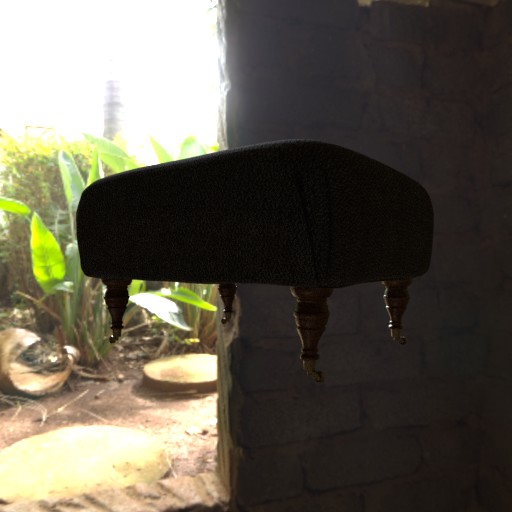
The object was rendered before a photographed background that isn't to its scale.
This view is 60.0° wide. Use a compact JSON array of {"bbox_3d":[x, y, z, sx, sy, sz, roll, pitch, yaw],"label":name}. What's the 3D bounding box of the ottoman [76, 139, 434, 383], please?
[{"bbox_3d":[0.000,0.000,1.124,0.747,0.450,0.622,0,-1,37],"label":"ottoman"}]
